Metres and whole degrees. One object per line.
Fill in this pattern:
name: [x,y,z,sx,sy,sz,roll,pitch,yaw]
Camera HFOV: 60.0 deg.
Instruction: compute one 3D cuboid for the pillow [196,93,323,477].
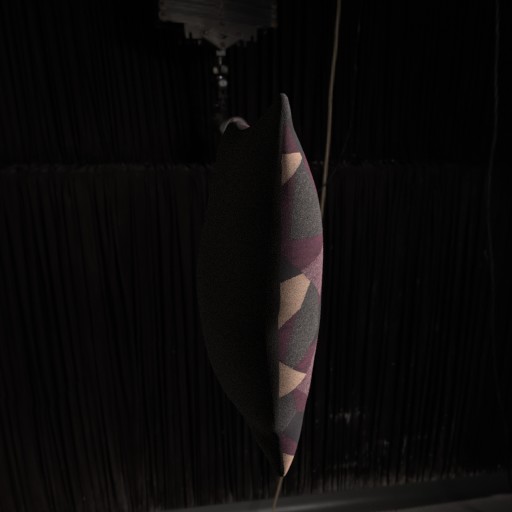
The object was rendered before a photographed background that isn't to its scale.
pillow: [0.000,0.000,0.777,0.208,0.496,0.503,-2,15,-9]
